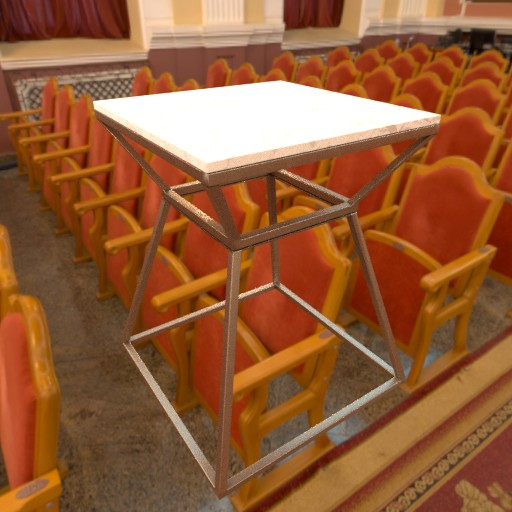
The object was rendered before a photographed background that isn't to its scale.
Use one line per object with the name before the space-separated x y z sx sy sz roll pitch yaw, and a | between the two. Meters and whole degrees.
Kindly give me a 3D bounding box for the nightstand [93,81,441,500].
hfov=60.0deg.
nightstand | 0.000 0.000 0.856 0.455 0.554 0.455 -19 35 -29
